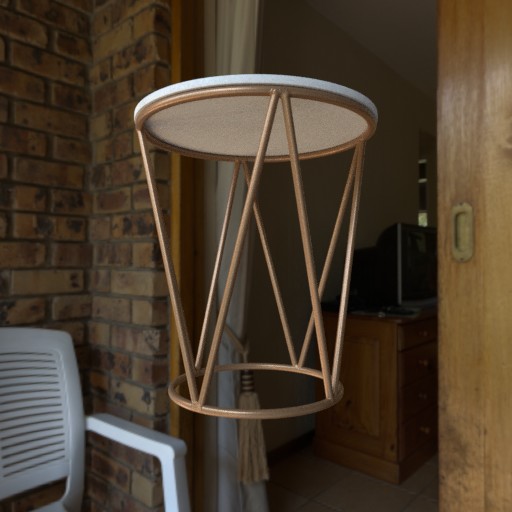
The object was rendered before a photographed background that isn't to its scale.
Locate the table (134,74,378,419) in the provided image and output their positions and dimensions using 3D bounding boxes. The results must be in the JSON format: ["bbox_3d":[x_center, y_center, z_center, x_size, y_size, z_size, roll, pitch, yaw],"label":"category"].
[{"bbox_3d":[0.000,0.000,0.940,0.500,0.564,0.500,0,-1,0],"label":"table"}]
